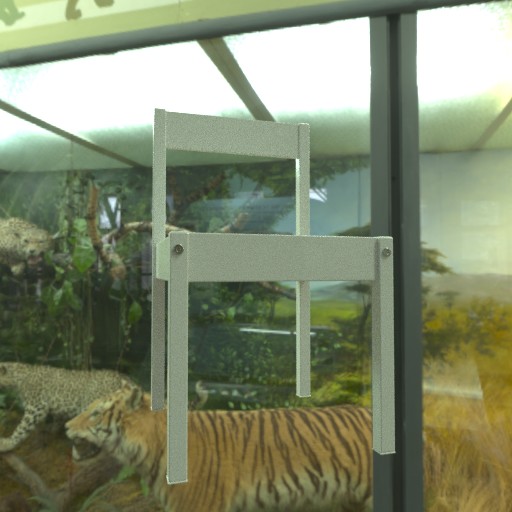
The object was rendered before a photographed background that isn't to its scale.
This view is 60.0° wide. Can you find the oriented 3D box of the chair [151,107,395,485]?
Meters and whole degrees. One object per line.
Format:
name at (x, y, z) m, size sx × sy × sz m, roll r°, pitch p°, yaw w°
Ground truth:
chair at (0.000, 0.000, 0.662) m, size 0.285 × 0.505 × 0.285 m, roll 1°, pitch -2°, yaw -17°
